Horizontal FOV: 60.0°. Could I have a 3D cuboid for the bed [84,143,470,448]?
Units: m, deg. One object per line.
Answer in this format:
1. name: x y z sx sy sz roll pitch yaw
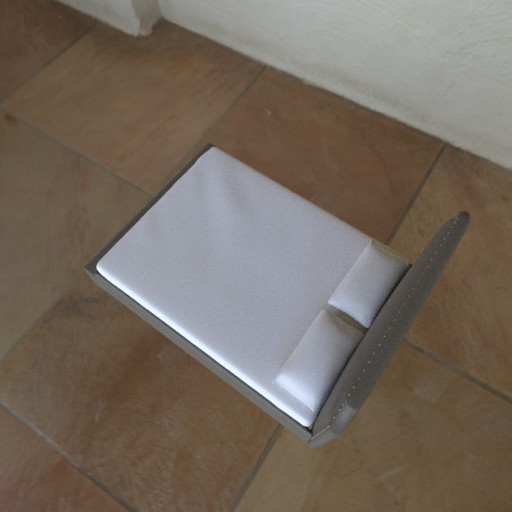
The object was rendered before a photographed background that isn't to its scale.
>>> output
1. bed: 0.000 0.000 3.472 2.372 1.443 1.712 33 68 15
